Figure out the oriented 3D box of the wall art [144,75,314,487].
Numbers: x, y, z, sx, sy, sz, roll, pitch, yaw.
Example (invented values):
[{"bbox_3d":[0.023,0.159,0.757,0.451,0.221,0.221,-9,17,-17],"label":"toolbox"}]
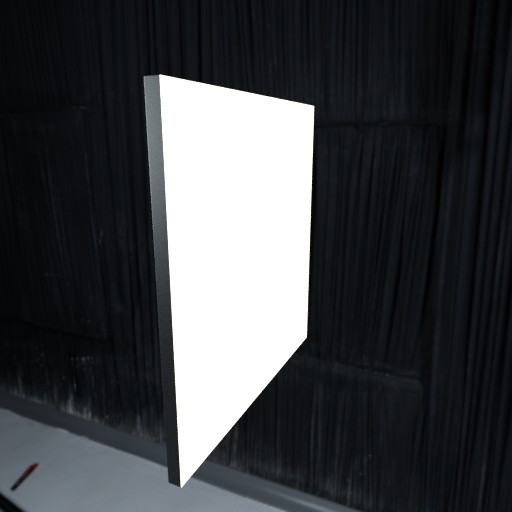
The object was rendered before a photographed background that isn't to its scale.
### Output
[{"bbox_3d":[0.000,0.000,1.136,0.031,0.775,0.773,7,16,24],"label":"wall art"}]
